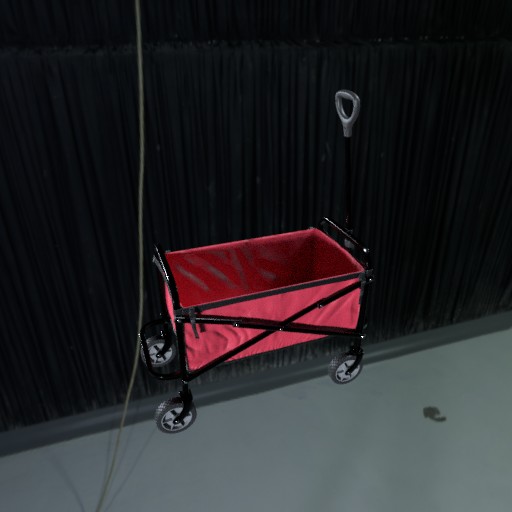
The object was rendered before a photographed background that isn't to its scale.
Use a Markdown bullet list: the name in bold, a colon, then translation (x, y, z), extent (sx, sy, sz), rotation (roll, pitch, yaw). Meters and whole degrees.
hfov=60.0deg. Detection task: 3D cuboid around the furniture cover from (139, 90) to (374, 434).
- **furniture cover**: translation (0.000, 0.000, 1.883), extent (1.038, 1.295, 0.532), rotation (-10, 30, -18)
